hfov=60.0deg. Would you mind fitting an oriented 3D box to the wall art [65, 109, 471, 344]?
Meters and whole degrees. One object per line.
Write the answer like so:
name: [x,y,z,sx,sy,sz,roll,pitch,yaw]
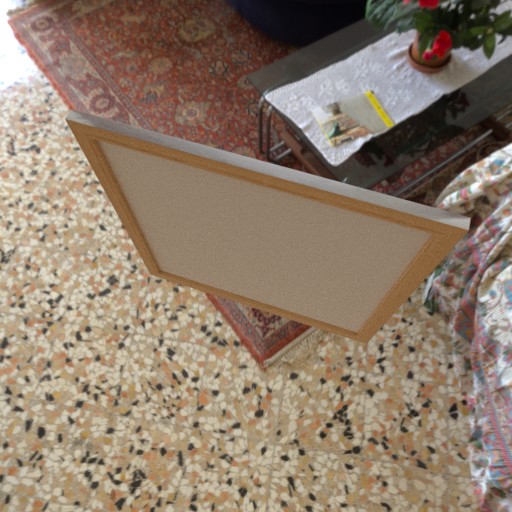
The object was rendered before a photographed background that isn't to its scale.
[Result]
wall art: [0.000,0.000,1.144,0.762,0.762,0.027,17,66,8]
